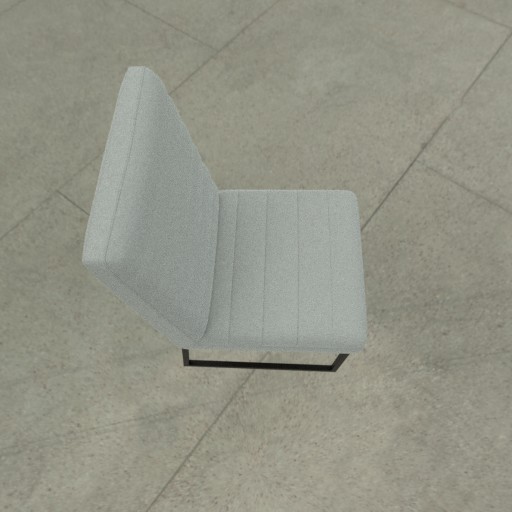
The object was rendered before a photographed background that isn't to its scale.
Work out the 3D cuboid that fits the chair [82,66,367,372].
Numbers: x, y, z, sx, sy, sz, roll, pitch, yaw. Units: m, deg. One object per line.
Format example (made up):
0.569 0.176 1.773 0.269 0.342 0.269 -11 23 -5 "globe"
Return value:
0.000 0.000 1.302 0.634 0.930 0.520 2 64 1 "chair"
